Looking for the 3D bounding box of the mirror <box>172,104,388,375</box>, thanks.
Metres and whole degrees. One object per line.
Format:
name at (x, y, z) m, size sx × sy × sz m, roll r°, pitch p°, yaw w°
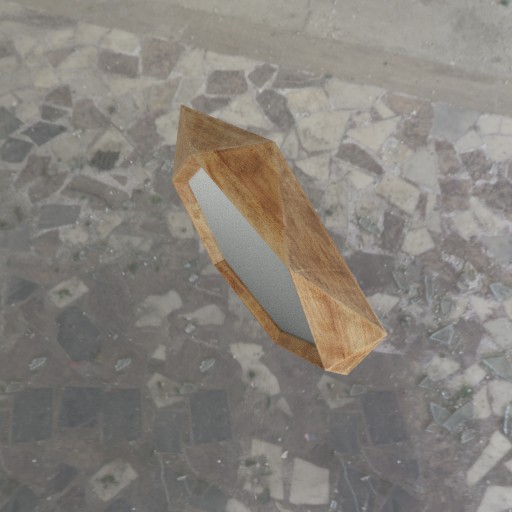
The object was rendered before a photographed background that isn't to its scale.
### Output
mirror at (0.000, 0.000, 1.068) m, size 0.091 × 0.779 × 0.675 m, roll -34°, pitch 69°, yaw -15°
